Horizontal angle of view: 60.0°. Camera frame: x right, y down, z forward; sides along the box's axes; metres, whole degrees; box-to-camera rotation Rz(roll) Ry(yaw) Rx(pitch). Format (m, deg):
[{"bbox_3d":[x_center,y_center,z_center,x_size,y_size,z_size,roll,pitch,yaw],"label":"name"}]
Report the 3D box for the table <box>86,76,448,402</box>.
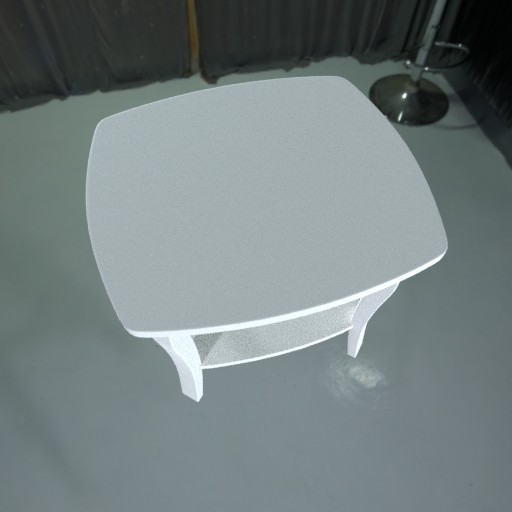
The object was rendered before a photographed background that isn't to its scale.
[{"bbox_3d":[0.000,0.000,0.852,0.502,0.438,0.451,-13,59,-8],"label":"table"}]
